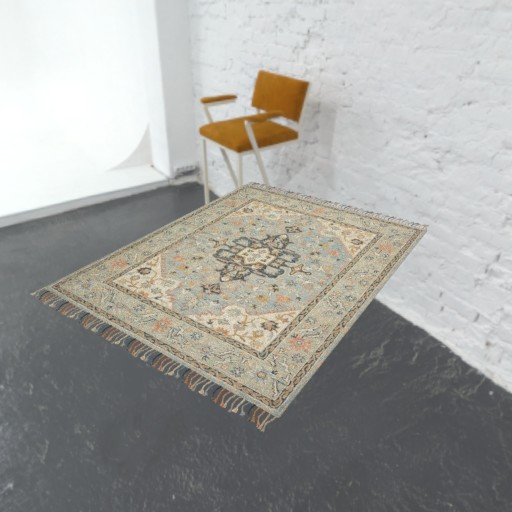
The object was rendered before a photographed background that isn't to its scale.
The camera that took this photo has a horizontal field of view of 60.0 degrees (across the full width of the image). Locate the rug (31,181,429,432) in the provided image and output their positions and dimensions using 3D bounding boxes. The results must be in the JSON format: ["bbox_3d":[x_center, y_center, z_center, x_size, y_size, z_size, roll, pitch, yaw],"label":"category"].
[{"bbox_3d":[0.000,0.000,4.244,2.379,0.011,3.221,19,35,30],"label":"rug"}]
